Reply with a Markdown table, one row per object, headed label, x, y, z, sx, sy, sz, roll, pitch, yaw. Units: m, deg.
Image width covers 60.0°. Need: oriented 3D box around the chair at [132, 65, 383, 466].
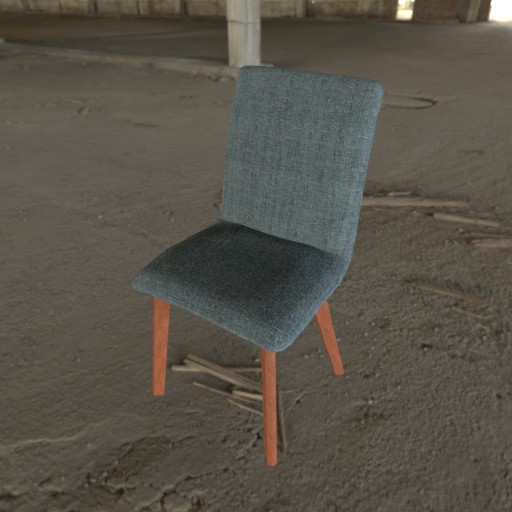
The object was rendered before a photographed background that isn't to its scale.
| label | x | y | z | sx | sy | sz | roll | pitch | yaw |
| --- | --- | --- | --- | --- | --- | --- | --- | --- | --- |
| chair | 0.000 | 0.000 | 1.321 | 0.522 | 0.974 | 0.563 | 19 | 36 | 29 |
